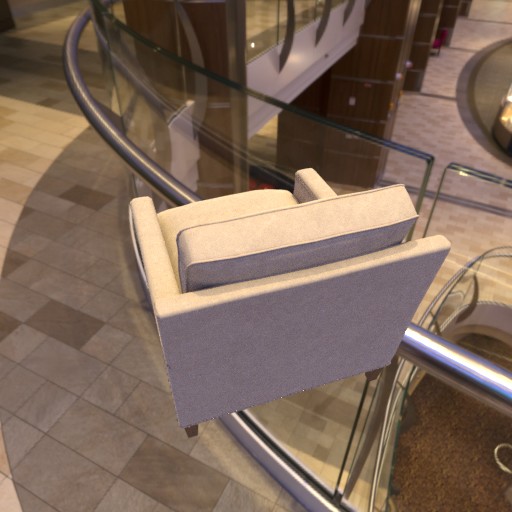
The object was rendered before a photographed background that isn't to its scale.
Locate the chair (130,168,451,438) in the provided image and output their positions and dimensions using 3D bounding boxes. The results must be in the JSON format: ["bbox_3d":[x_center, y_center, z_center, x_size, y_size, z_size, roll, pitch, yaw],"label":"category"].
[{"bbox_3d":[0.000,0.000,1.733,0.853,0.943,1.014,-12,42,-14],"label":"chair"}]
